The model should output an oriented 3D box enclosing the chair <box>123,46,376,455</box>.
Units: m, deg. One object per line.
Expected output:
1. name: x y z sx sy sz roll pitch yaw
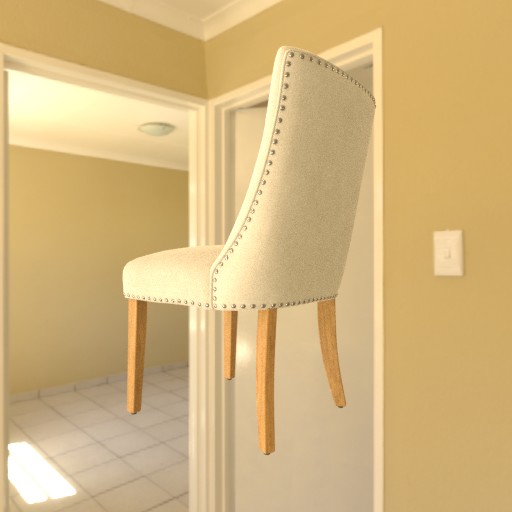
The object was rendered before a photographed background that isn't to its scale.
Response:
1. chair: 0.000 0.000 1.266 0.610 0.902 0.495 0 1 37
